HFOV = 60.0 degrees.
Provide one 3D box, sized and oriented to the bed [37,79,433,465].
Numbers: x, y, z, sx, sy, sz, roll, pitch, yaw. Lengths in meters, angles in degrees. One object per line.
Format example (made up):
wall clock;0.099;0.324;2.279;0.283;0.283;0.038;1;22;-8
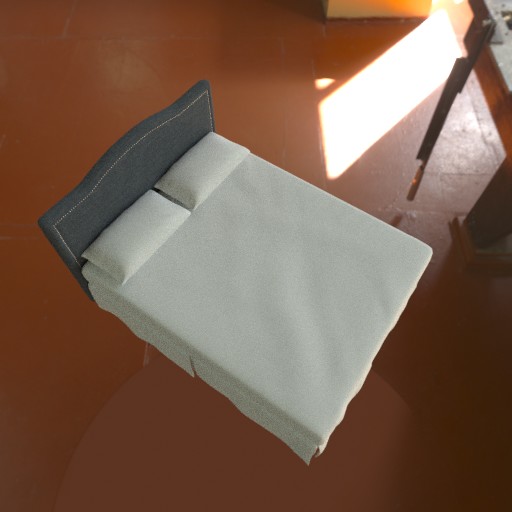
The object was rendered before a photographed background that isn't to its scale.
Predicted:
bed;0.000;0.000;3.941;2.689;1.457;2.161;31;64;17
